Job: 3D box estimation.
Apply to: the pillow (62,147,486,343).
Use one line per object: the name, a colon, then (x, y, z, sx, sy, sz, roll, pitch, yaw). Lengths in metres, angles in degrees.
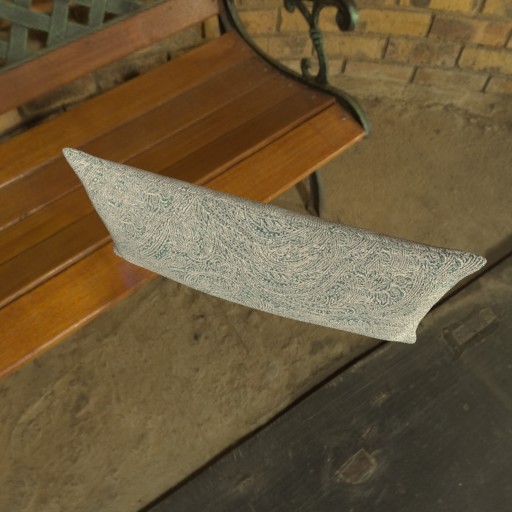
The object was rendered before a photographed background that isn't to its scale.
pillow: (0.000, 0.000, 0.734, 0.615, 0.295, 0.151, 16, 59, 10)
